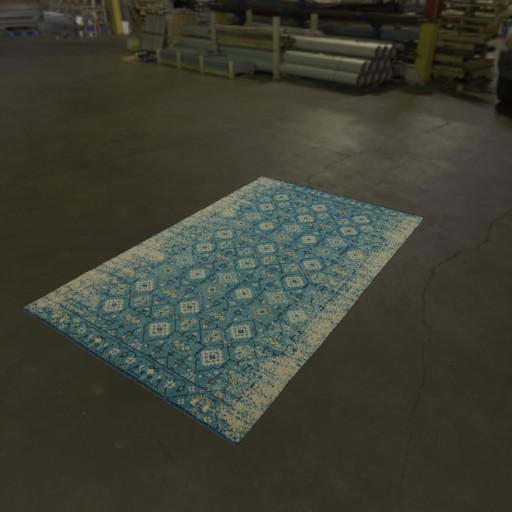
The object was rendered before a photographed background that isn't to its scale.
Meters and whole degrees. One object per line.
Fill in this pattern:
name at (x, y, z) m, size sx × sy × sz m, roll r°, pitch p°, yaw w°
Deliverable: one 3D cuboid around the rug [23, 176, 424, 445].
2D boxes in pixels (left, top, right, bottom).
rug at (0.000, 0.000, 2.982) m, size 1.530 × 0.015 × 2.449 m, roll 20°, pitch 37°, yaw 29°
